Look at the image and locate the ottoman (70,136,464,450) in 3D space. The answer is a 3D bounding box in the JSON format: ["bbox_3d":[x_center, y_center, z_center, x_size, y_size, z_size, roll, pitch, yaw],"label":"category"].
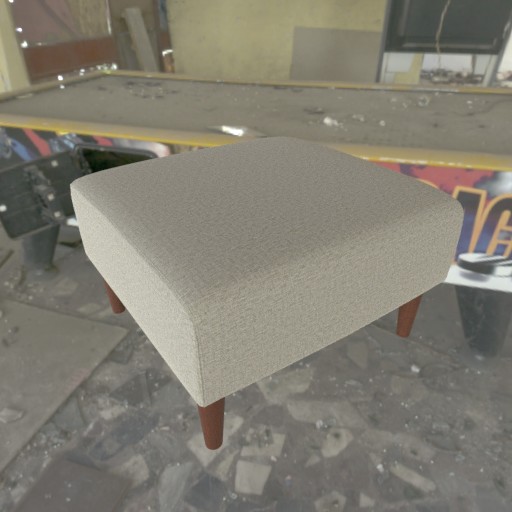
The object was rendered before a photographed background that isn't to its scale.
[{"bbox_3d":[0.000,0.000,1.060,0.655,0.399,0.648,-20,36,-30],"label":"ottoman"}]
